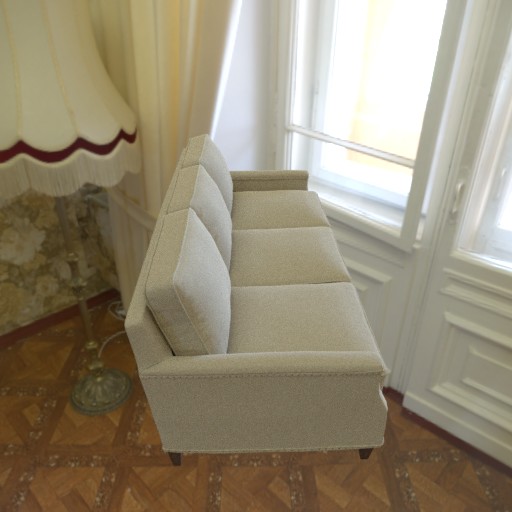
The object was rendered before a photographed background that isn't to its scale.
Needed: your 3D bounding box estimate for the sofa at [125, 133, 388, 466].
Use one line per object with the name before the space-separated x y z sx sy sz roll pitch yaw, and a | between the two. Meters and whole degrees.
sofa | 0.000 0.000 2.752 1.084 1.003 2.246 -1 31 -2
